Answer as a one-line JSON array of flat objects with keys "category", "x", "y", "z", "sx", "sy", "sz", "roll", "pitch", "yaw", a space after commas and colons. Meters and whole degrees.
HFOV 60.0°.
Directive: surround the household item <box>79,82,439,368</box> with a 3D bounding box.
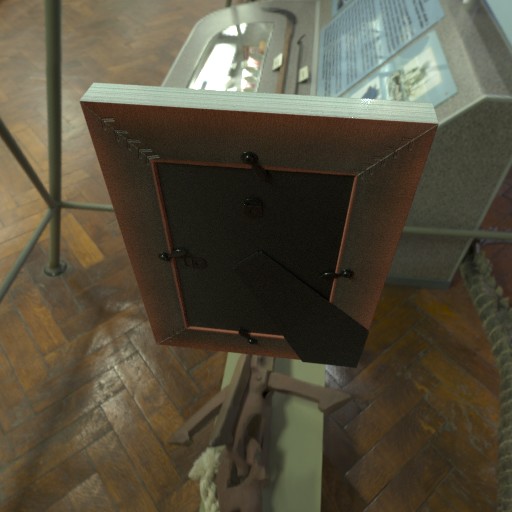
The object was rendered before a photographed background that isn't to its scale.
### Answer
[{"category": "household item", "x": 0.000, "y": 0.000, "z": 0.288, "sx": 0.165, "sy": 0.216, "sz": 0.025, "roll": 5, "pitch": 48, "yaw": 5}]
